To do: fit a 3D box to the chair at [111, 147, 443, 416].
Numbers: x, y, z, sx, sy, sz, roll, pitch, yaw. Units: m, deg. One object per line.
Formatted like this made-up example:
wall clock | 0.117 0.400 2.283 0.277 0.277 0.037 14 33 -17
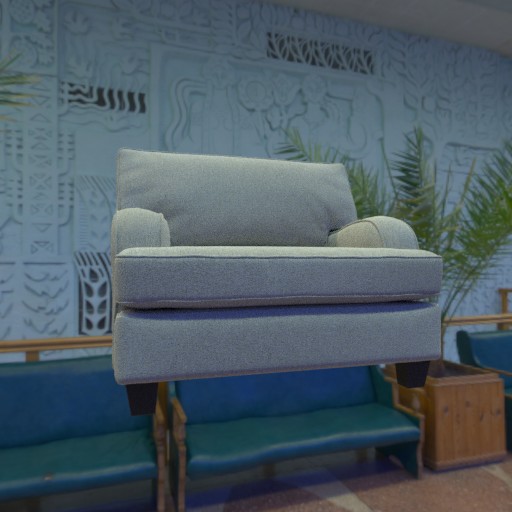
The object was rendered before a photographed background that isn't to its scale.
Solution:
chair | 0.000 0.000 1.973 1.220 1.016 1.041 0 0 -17
